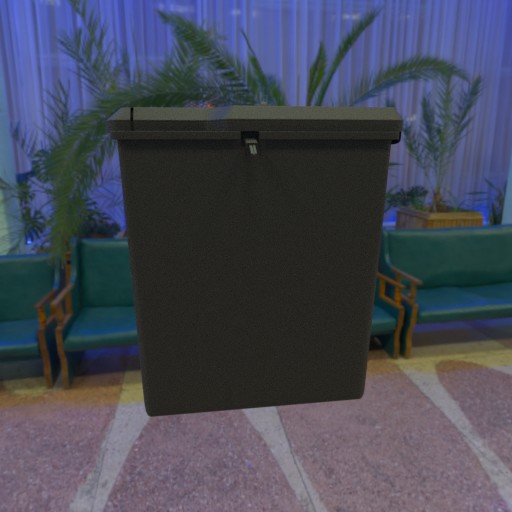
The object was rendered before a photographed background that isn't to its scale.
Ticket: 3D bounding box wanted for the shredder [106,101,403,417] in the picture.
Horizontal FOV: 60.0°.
[{"bbox_3d":[0.000,0.000,0.516,0.320,0.335,0.170,-2,15,-8],"label":"shredder"}]
